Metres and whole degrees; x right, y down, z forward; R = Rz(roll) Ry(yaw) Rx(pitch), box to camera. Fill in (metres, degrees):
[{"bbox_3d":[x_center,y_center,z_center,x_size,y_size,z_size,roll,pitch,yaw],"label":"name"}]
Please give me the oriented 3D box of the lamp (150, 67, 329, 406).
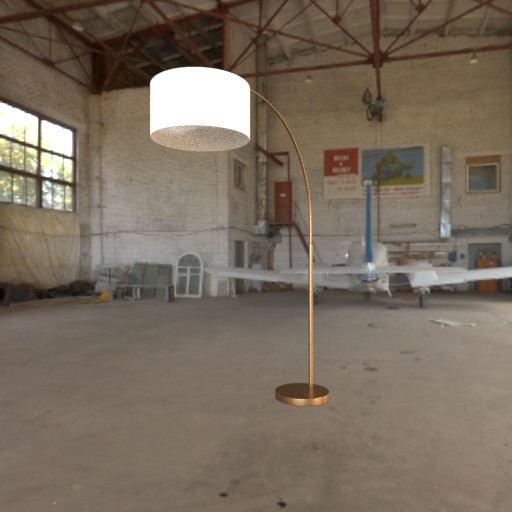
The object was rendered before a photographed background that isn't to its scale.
[{"bbox_3d":[0.000,0.000,2.601,0.493,1.927,1.434,0,0,36],"label":"lamp"}]
